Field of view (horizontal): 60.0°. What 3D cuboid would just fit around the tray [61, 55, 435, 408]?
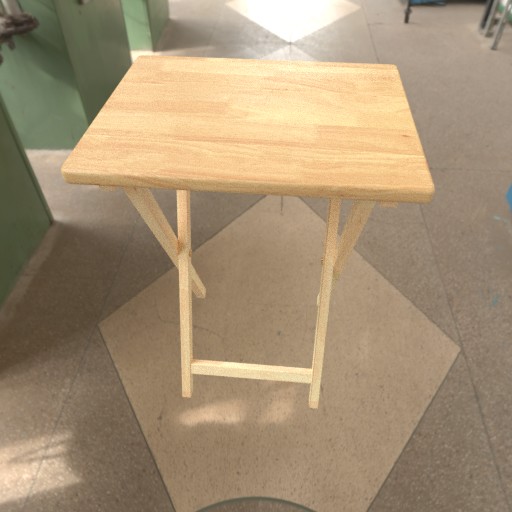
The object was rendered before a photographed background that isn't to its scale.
[{"bbox_3d":[0.000,0.000,0.928,0.483,0.660,0.381,4,46,4],"label":"tray"}]
